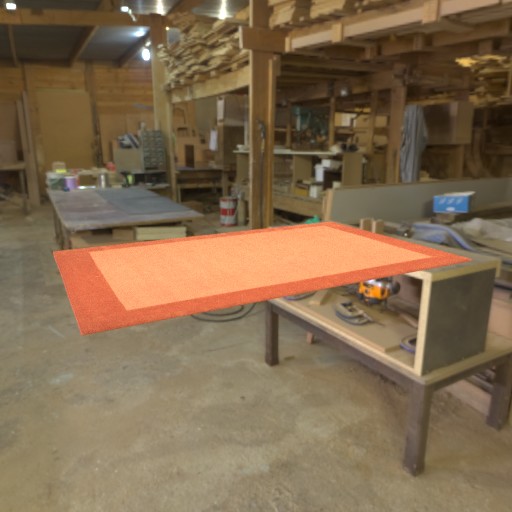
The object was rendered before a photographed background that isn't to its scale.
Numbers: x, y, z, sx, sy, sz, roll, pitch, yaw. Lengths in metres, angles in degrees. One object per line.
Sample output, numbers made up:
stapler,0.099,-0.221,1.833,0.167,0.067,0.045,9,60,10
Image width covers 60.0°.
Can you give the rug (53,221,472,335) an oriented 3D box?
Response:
rug,0.000,0.000,3.027,2.438,0.014,1.524,-8,17,-27
